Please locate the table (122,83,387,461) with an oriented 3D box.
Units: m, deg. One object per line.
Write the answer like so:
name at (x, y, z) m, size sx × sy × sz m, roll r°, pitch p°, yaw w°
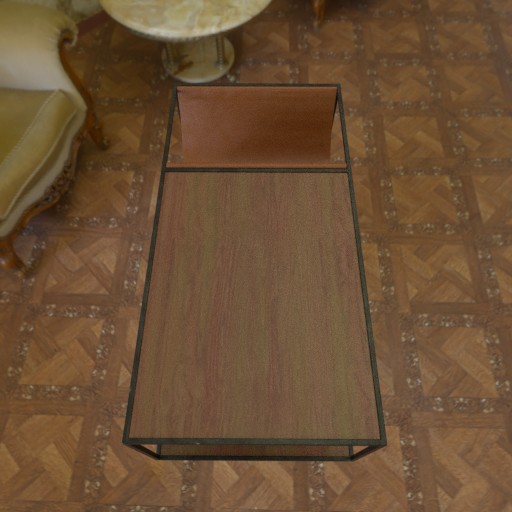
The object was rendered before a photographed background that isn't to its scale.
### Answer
table at (0.000, 0.000, 1.463) m, size 0.597 × 0.403 × 1.199 m, roll 0°, pitch 60°, yaw 0°
